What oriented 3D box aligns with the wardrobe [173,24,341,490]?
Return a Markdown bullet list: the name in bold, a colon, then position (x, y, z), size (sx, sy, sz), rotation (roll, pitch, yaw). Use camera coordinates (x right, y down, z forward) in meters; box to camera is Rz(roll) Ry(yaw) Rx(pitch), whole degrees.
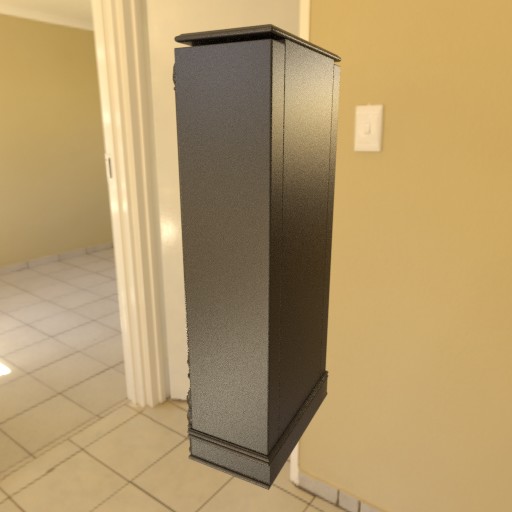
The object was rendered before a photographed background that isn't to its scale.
- **wardrobe**: position (0.000, 0.000, 1.171), size (0.295, 1.011, 0.444), rotation (8, 18, 26)
